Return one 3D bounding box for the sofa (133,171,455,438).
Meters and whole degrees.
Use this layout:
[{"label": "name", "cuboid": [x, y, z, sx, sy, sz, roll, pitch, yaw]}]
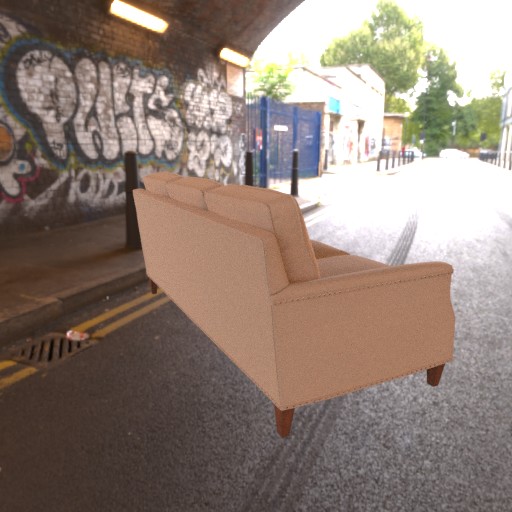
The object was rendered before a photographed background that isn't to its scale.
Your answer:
[{"label": "sofa", "cuboid": [0.000, 0.000, 2.839, 1.084, 1.003, 2.246, -7, 15, -26]}]
